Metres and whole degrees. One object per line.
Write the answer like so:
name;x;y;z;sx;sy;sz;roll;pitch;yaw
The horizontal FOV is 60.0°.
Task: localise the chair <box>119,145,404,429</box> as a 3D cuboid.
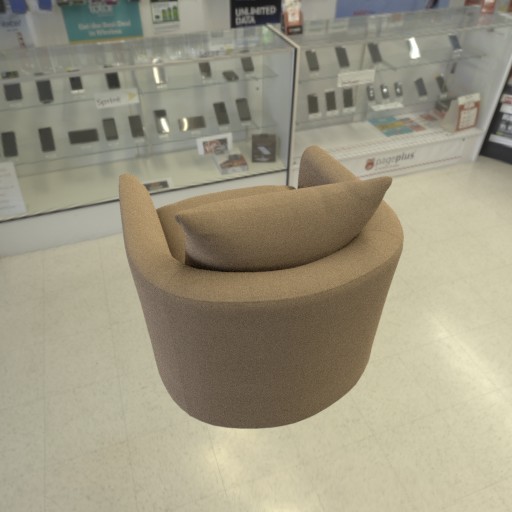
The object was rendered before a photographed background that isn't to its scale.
chair;0.000;0.000;1.561;0.845;0.848;0.910;-12;43;-13
